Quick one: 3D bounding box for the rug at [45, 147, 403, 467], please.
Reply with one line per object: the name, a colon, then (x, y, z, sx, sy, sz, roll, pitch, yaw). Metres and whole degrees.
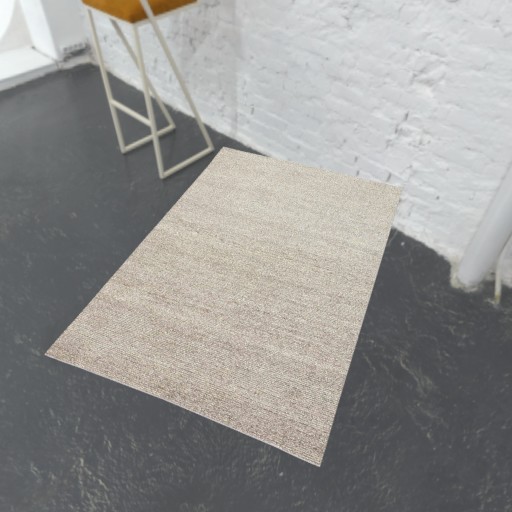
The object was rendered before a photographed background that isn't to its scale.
rug: (0.000, 0.000, 3.032, 1.609, 0.030, 2.342, 16, 48, 16)
